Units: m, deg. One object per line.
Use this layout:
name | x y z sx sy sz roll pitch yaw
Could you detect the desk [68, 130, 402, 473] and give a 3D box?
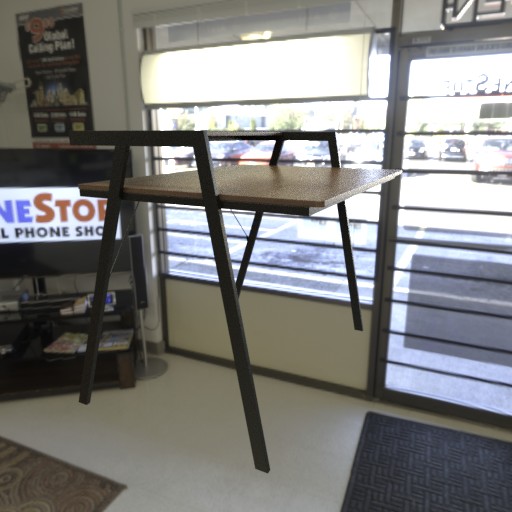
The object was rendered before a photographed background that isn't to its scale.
desk | 0.000 0.000 1.843 0.936 0.998 1.143 8 17 26
